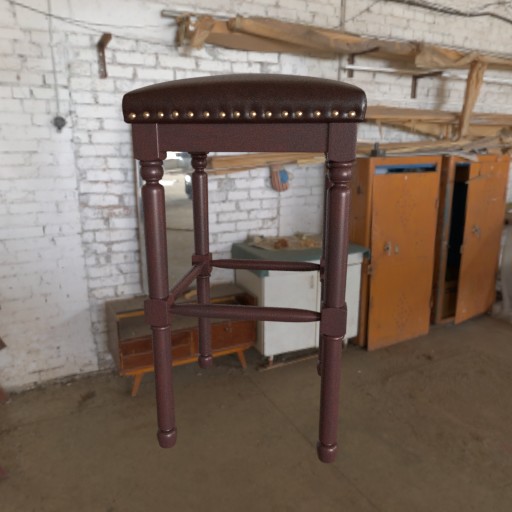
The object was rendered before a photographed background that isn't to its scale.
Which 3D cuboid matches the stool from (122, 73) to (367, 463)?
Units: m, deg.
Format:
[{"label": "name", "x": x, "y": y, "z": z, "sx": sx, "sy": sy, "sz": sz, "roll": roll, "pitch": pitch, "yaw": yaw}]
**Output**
[{"label": "stool", "x": 0.000, "y": 0.000, "z": 0.928, "sx": 0.383, "sy": 0.702, "sz": 0.382, "roll": 2, "pitch": 15, "yaw": 7}]
